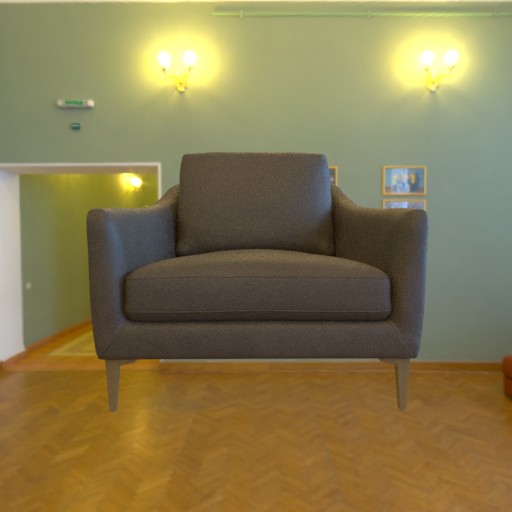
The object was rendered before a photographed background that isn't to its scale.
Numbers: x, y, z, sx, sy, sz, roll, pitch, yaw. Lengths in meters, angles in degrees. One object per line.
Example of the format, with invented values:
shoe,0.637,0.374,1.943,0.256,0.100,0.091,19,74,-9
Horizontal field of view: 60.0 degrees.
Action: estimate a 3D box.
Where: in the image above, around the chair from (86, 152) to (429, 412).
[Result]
chair,0.000,0.000,1.729,0.988,0.901,0.961,0,2,-1
